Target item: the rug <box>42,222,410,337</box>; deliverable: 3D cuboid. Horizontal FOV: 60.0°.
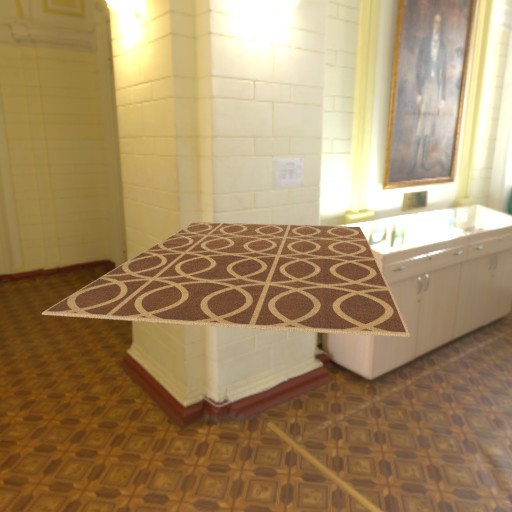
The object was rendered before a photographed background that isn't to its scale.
[{"bbox_3d":[0.000,0.000,2.877,1.528,0.014,2.294,2,14,8],"label":"rug"}]
